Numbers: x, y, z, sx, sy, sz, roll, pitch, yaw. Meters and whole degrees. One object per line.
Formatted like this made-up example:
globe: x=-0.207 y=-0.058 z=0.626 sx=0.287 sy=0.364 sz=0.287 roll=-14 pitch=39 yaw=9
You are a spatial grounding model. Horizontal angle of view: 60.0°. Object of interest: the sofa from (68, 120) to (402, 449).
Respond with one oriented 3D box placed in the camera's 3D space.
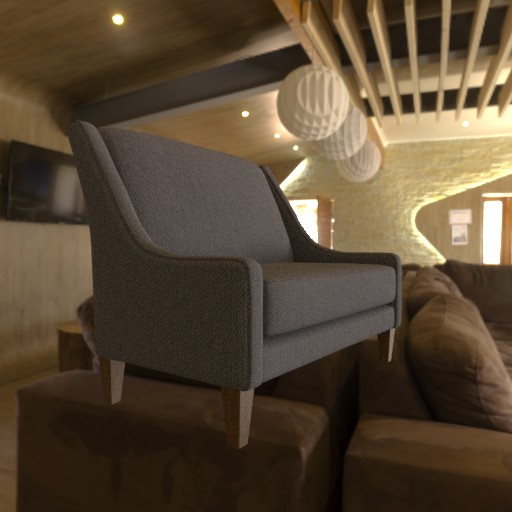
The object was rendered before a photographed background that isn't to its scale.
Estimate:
sofa: x=0.000 y=0.000 z=1.886 sx=0.873 sy=1.022 sz=1.242 roll=1 pitch=1 yaw=37
